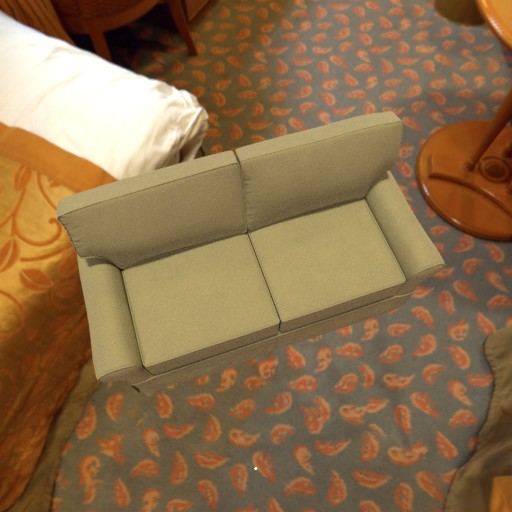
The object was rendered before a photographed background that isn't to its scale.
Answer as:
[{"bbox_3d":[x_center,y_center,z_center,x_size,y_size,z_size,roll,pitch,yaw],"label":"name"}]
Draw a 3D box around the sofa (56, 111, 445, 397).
[{"bbox_3d":[0.000,0.000,2.359,1.823,1.024,0.841,-17,66,-8],"label":"sofa"}]
